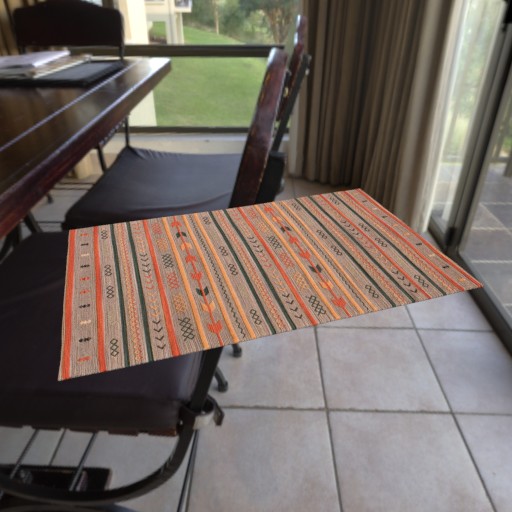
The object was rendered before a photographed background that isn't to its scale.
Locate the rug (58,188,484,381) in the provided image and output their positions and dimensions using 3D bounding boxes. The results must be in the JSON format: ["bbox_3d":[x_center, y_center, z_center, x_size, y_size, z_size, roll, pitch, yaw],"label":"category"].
[{"bbox_3d":[0.000,0.000,3.003,2.439,0.029,1.537,-10,34,-15],"label":"rug"}]
